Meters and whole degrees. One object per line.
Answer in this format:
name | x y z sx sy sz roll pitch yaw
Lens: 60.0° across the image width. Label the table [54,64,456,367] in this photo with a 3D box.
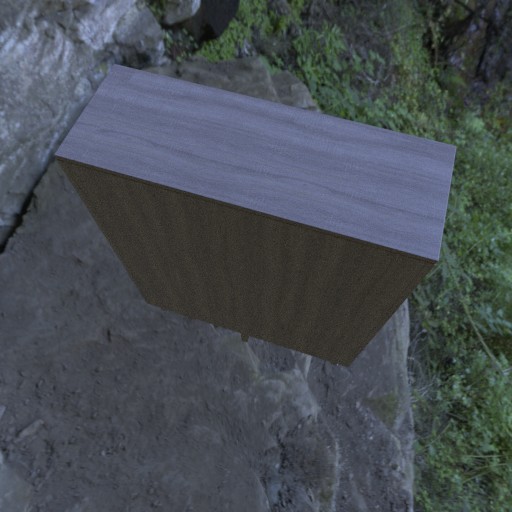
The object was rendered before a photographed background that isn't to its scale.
table | 0.000 0.000 1.918 1.111 1.388 0.398 16 65 8
